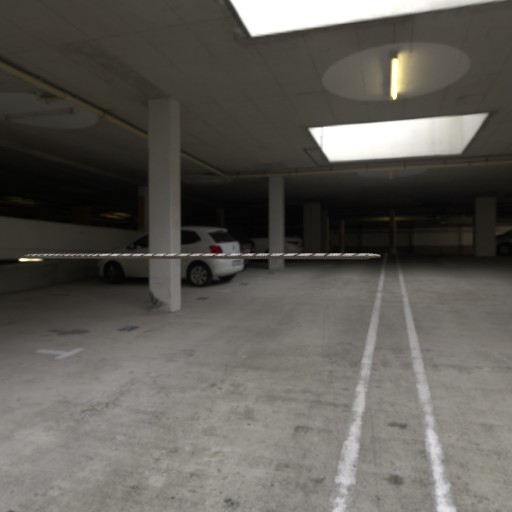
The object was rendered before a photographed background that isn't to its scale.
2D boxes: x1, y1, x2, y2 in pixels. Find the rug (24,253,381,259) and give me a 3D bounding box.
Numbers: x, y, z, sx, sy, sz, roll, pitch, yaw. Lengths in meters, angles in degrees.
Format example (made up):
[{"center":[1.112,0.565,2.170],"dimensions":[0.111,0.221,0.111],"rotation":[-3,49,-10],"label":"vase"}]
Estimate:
[{"center":[0.000,0.000,2.329],"dimensions":[1.237,0.019,1.842],"rotation":[0,0,17],"label":"rug"}]
